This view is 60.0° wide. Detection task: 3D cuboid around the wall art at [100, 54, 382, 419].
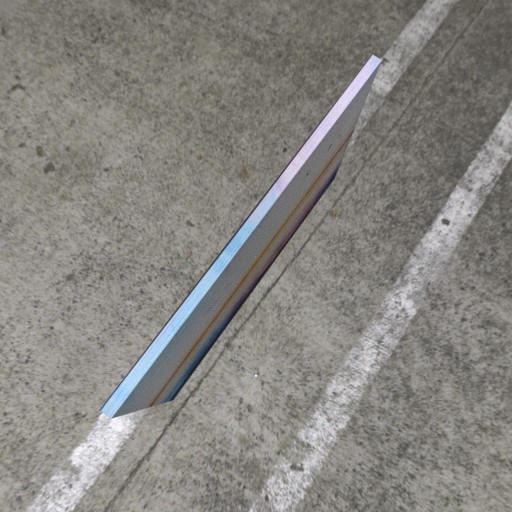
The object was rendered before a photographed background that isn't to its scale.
[{"bbox_3d":[0.000,0.000,0.775,0.018,0.402,0.604,35,78,9],"label":"wall art"}]
